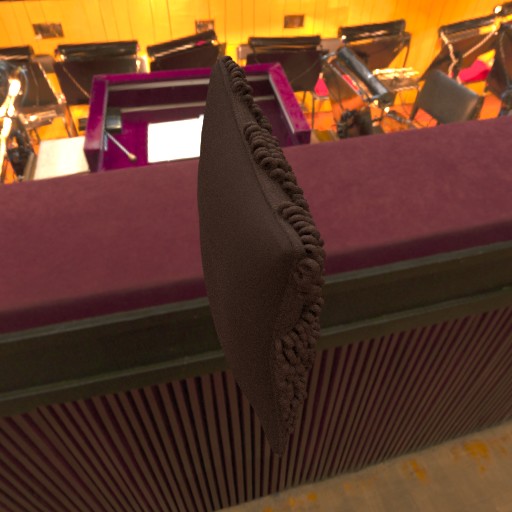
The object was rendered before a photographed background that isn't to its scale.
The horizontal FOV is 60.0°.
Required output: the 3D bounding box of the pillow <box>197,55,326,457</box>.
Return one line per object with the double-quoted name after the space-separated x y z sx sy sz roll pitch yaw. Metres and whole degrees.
0.000 0.000 0.711 0.172 0.467 0.470 -9 47 -9 "pillow"
